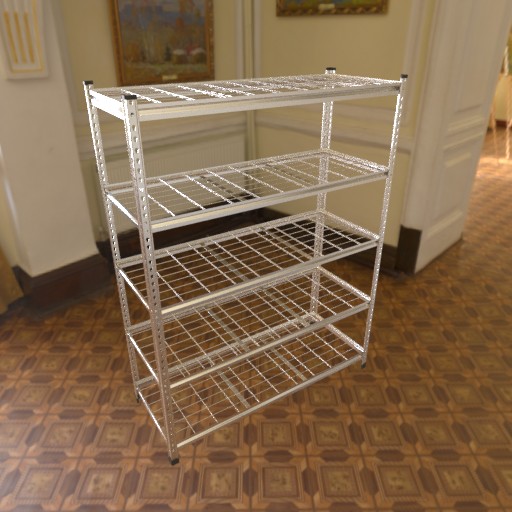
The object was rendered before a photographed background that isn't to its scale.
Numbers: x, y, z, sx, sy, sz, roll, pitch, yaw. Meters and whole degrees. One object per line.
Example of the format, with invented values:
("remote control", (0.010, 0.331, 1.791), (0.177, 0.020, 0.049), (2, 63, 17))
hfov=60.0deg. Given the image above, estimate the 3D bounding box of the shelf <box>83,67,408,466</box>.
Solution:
("shelf", (0.000, 0.000, 2.643), (1.524, 1.981, 0.610), (-16, 31, -29))
